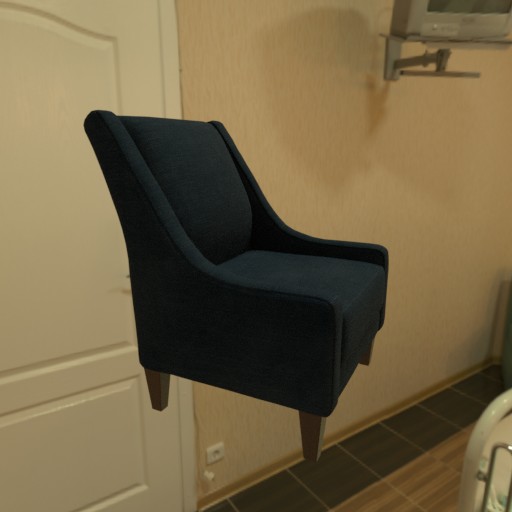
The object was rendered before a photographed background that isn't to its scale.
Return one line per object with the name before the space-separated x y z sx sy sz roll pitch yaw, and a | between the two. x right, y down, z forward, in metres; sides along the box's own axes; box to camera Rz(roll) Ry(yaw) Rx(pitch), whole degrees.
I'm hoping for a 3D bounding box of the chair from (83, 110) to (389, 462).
chair | 0.000 0.000 1.648 0.870 1.014 0.774 7 16 26
